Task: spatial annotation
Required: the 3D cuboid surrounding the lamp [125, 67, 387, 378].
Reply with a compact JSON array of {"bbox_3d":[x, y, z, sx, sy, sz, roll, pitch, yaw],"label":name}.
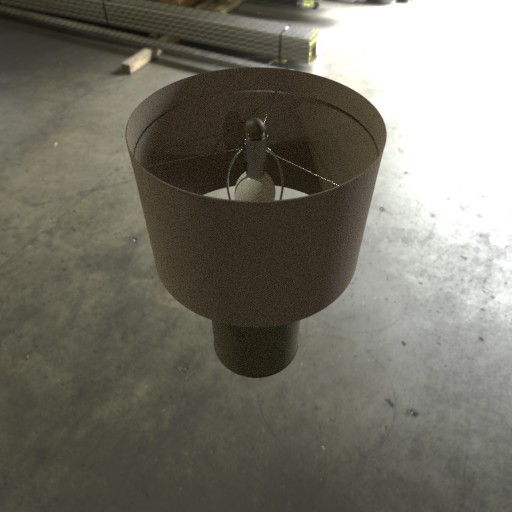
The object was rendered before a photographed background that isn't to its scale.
[{"bbox_3d":[0.000,0.000,0.722,0.318,0.486,0.318,0,46,0],"label":"lamp"}]
